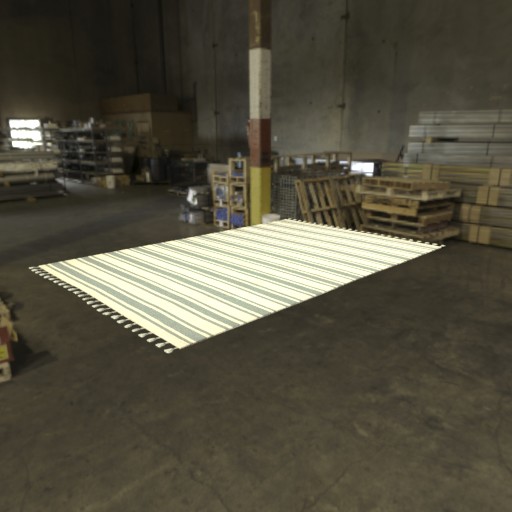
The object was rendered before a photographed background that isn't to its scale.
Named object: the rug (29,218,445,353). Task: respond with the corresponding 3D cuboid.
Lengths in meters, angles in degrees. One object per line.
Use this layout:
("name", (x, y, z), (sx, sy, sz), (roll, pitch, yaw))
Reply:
("rug", (0.000, 0.000, 2.991), (2.410, 0.011, 1.539), (-14, 21, -42))
